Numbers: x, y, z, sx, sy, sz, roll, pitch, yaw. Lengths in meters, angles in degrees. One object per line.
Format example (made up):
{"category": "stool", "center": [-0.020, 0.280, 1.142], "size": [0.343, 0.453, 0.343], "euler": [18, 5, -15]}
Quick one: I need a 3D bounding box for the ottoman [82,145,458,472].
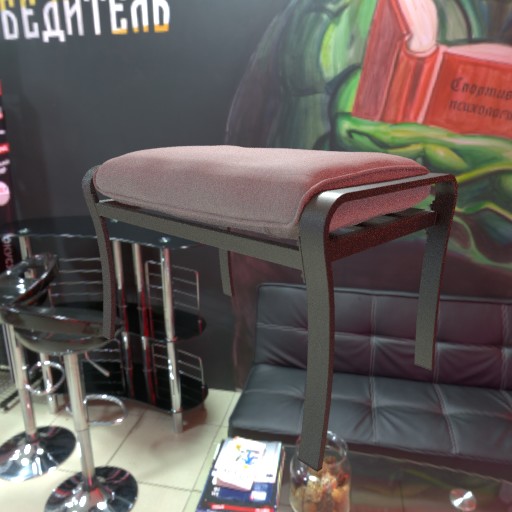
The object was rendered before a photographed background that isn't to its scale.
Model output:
{"category": "ottoman", "center": [0.000, 0.000, 0.890], "size": [0.610, 0.422, 0.406], "euler": [15, 22, 42]}
